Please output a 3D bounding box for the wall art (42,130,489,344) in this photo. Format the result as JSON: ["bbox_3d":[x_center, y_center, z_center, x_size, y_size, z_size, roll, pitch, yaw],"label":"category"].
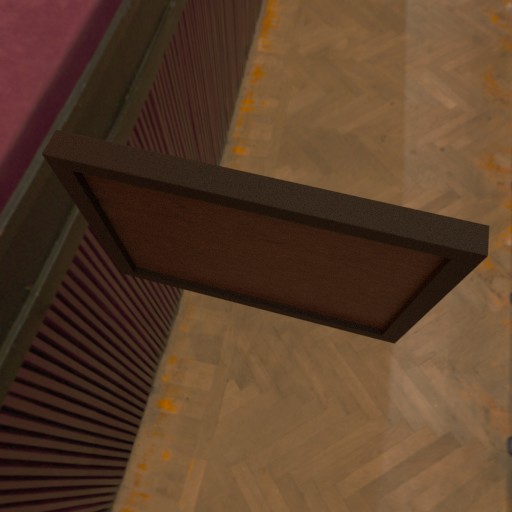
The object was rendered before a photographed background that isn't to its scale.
[{"bbox_3d":[0.000,0.000,0.859,0.671,0.456,0.051,14,65,7],"label":"wall art"}]
